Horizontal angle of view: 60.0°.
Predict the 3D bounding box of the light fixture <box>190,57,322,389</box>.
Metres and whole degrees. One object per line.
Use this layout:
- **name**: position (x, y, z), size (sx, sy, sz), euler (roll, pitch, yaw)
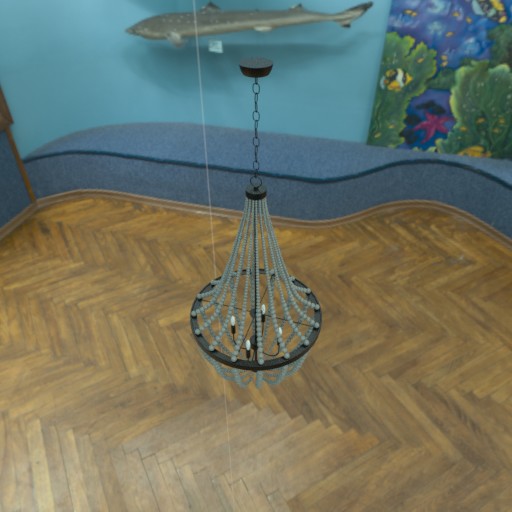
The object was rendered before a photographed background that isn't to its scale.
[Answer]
- **light fixture**: position (0.000, 0.000, 1.358), size (0.450, 1.133, 0.450), euler (0, 40, 0)
